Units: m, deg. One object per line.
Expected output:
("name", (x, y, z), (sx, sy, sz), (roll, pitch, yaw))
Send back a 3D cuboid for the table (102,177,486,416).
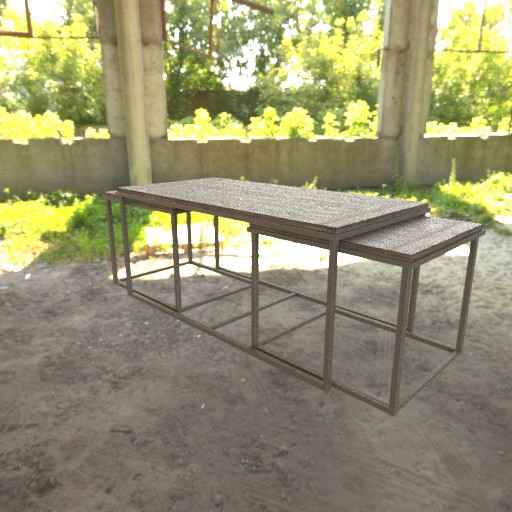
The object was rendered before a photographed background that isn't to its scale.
("table", (0.000, 0.000, 1.532), (1.312, 0.427, 0.489), (15, 22, 42))
